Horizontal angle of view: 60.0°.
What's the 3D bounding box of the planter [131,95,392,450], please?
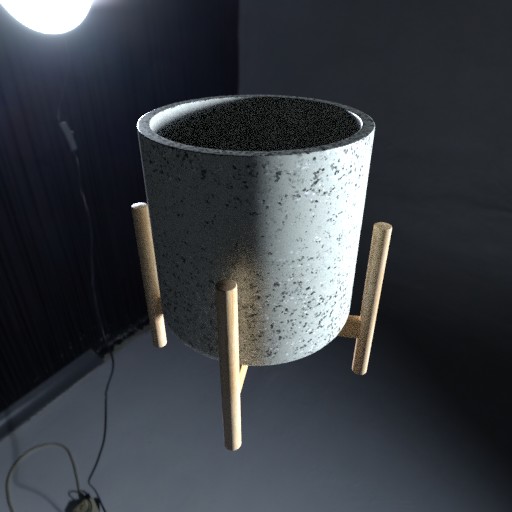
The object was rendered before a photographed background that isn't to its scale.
[{"bbox_3d":[0.000,0.000,0.687,0.360,0.419,0.360,19,36,28],"label":"planter"}]
